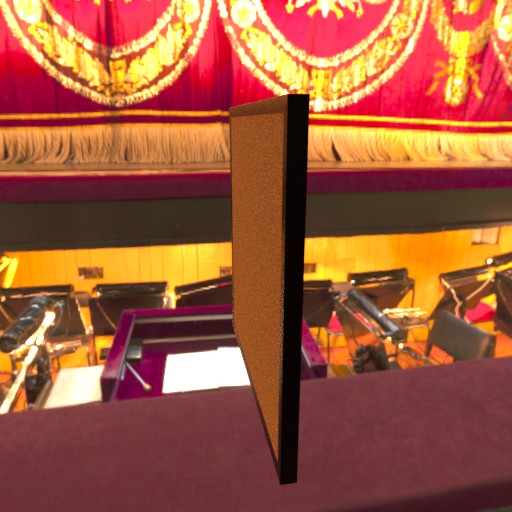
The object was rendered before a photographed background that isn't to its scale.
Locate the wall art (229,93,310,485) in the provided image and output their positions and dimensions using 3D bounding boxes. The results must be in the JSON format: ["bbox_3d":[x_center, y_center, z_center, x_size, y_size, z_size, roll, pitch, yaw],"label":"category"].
[{"bbox_3d":[0.000,0.000,1.159,0.036,0.755,0.756,-3,17,-10],"label":"wall art"}]
